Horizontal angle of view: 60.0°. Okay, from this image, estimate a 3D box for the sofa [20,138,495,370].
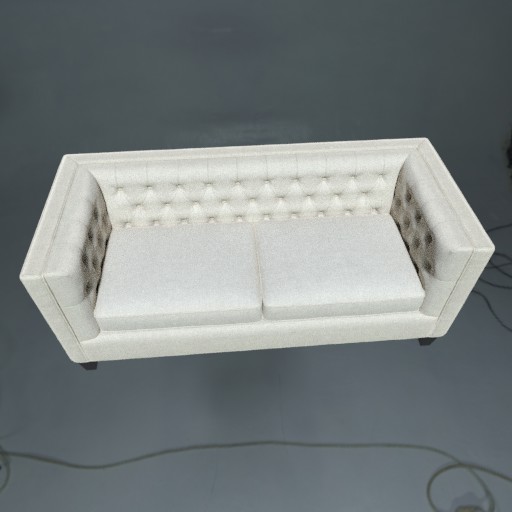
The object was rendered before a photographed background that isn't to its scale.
[{"bbox_3d":[0.000,0.000,2.173,1.778,0.762,0.775,-3,48,-3],"label":"sofa"}]
